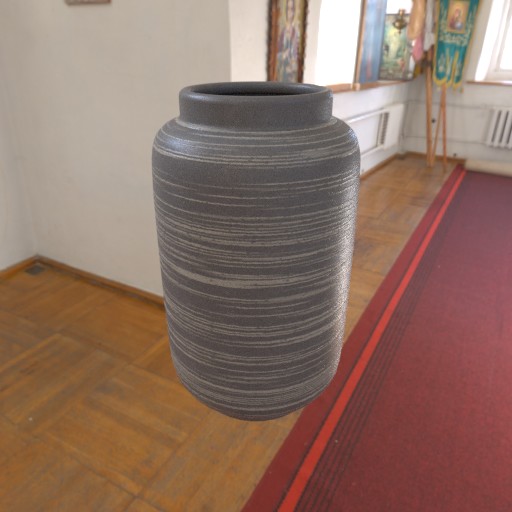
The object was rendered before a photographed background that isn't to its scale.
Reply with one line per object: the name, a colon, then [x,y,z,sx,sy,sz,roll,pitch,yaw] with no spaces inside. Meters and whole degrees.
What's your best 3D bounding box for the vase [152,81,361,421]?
vase: [0.000,0.000,0.700,0.297,0.499,0.297,0,26,0]
